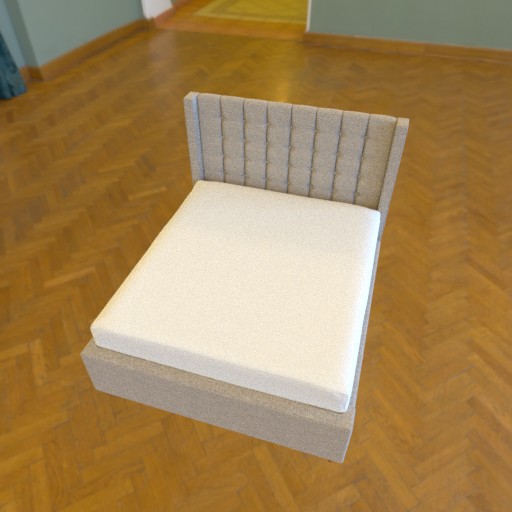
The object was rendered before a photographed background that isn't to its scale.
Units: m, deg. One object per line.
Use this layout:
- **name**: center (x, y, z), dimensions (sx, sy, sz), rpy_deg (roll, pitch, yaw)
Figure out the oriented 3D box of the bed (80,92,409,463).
- **bed**: center (0.000, 0.000, 3.777), dimensions (2.044, 1.748, 2.372), rpy_deg (12, 43, 13)
